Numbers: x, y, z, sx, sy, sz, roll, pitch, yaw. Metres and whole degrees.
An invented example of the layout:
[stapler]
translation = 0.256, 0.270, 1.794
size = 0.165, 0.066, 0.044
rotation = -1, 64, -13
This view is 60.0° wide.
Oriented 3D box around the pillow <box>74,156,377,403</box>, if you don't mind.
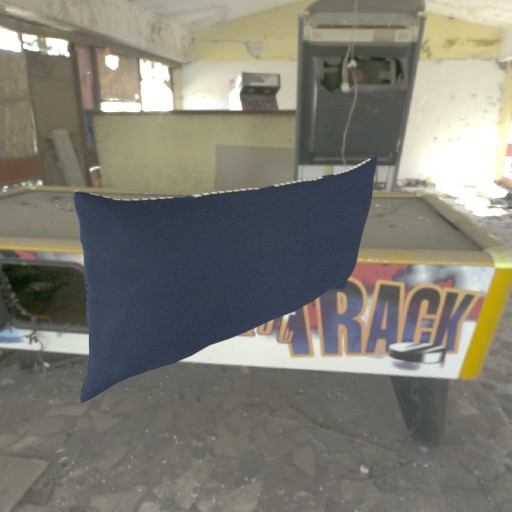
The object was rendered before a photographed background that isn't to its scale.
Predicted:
[pillow]
translation = 0.000, 0.000, 0.734
size = 0.608, 0.292, 0.156
rotation = -16, 23, -42
